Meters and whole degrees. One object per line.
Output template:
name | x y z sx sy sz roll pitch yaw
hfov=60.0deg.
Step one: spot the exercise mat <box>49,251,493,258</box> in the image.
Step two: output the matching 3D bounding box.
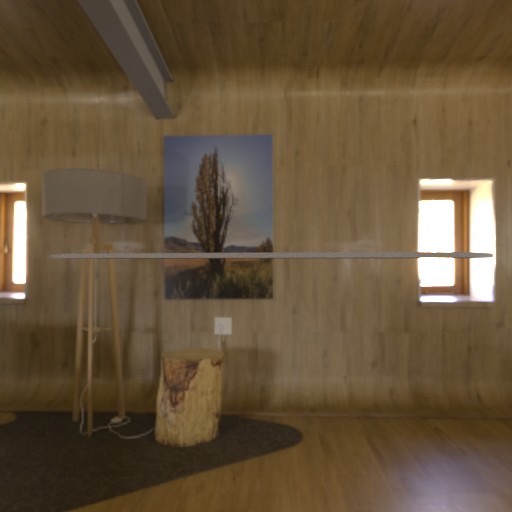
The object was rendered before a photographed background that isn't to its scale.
exercise mat | 0.000 0.000 2.059 1.884 0.021 0.616 0 -1 18
